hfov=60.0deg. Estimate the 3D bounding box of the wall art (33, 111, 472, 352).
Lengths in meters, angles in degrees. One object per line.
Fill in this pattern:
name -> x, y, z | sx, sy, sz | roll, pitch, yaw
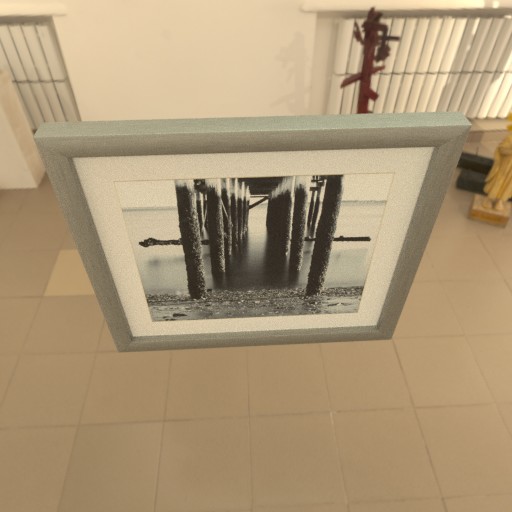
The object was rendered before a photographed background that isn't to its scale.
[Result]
wall art -> 0.000, 0.000, 0.508 | 0.380, 0.330, 0.028 | -2, 45, -2
